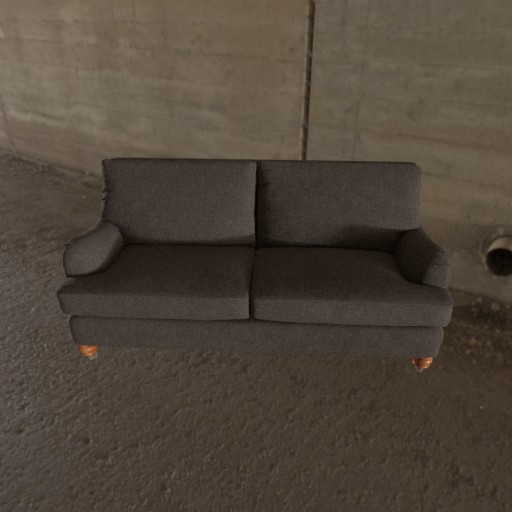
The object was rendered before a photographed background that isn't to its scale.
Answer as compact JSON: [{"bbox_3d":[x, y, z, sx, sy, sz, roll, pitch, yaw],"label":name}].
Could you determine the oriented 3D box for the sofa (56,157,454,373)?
[{"bbox_3d":[0.000,0.000,2.790,2.160,1.054,1.087,2,29,3],"label":"sofa"}]
